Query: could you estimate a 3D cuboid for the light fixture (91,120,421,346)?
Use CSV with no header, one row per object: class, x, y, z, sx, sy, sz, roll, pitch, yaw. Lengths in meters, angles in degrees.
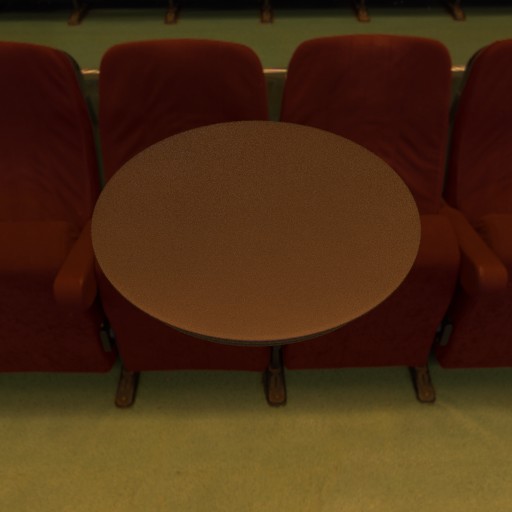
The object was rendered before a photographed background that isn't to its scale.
light fixture,0.000,0.000,0.435,0.280,0.135,0.280,0,47,0
